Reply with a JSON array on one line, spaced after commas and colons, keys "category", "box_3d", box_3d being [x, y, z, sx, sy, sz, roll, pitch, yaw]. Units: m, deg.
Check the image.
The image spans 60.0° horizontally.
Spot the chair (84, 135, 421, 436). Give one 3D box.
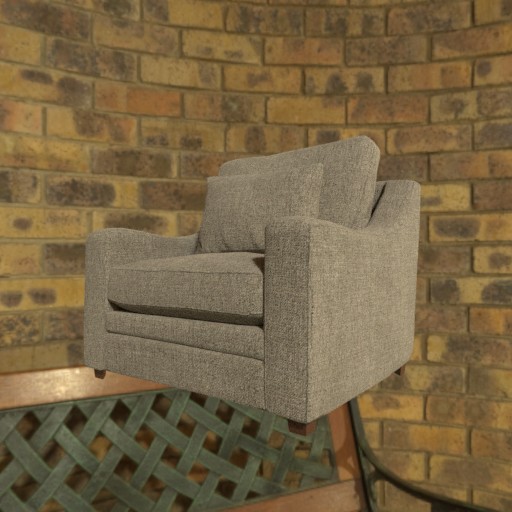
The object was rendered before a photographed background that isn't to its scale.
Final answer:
[{"category": "chair", "box_3d": [0.000, 0.000, 1.950, 1.138, 1.037, 1.009, 0, 0, 37]}]
